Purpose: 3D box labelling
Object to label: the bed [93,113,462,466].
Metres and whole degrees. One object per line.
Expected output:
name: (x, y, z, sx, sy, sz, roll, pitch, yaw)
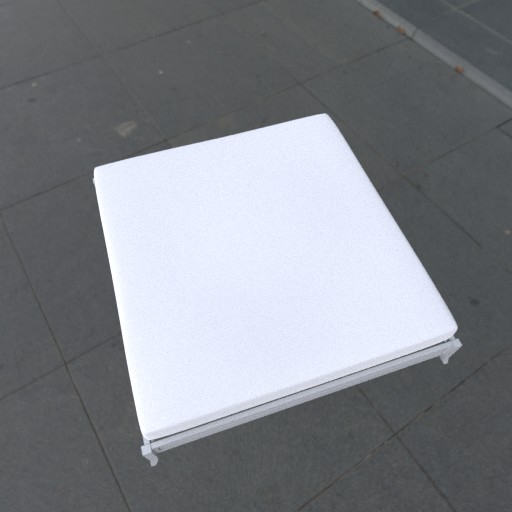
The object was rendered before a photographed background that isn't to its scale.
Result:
bed: (0.000, 0.000, 3.112, 2.007, 0.510, 2.108, -16, 59, -10)
